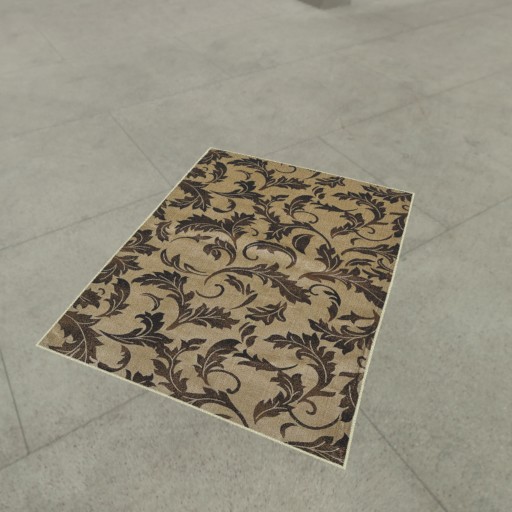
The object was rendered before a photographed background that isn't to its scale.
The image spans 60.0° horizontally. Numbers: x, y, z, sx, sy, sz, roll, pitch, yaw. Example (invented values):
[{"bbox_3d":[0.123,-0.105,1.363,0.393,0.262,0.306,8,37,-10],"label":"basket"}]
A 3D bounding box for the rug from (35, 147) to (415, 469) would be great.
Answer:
[{"bbox_3d":[0.000,0.000,3.966,2.380,0.008,2.977,16,47,15],"label":"rug"}]
